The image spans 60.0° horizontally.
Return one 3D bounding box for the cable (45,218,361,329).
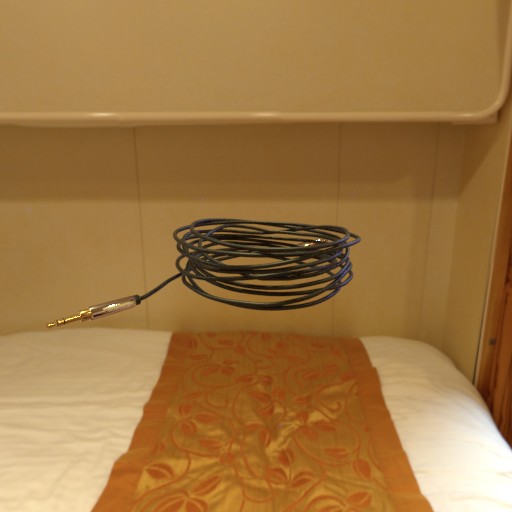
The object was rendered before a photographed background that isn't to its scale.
[{"bbox_3d":[0.000,0.000,0.490,0.198,0.069,0.432,15,21,42],"label":"cable"}]
